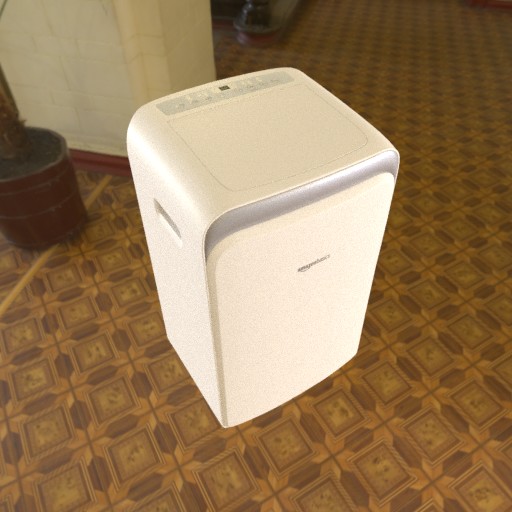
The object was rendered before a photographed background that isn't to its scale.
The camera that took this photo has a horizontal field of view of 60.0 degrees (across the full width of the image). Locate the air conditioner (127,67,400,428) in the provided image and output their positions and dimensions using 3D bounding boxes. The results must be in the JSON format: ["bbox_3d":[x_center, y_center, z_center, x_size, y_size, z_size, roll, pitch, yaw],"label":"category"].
[{"bbox_3d":[0.000,0.000,1.106,0.478,0.765,0.467,-23,51,-21],"label":"air conditioner"}]
